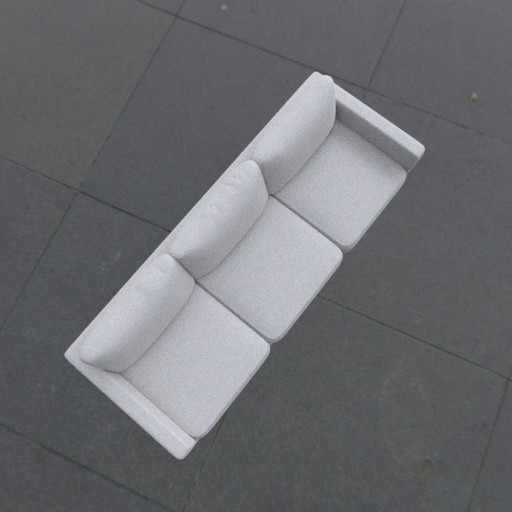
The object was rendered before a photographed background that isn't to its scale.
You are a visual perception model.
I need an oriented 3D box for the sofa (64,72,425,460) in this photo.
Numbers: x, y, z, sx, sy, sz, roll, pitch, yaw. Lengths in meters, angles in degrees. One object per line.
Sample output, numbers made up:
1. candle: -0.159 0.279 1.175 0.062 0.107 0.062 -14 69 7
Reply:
1. sofa: 0.000 0.000 2.691 0.859 0.874 2.218 38 80 8
